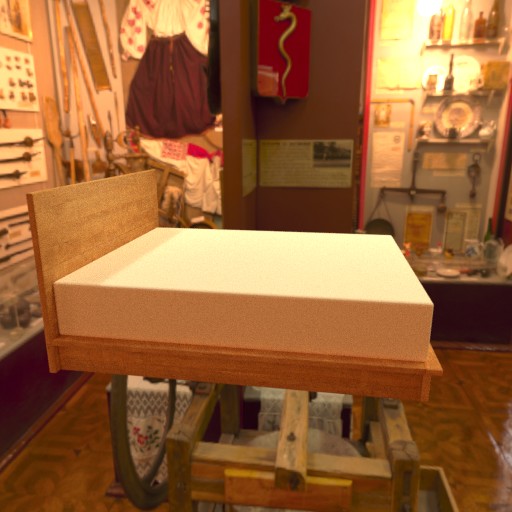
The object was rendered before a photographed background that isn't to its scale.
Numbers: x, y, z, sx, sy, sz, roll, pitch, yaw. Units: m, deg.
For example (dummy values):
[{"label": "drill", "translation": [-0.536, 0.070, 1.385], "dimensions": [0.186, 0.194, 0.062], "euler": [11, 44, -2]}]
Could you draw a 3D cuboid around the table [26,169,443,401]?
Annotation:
[{"label": "table", "translation": [0.000, 0.000, 3.085], "dimensions": [2.149, 1.041, 1.707], "euler": [2, 15, 9]}]
